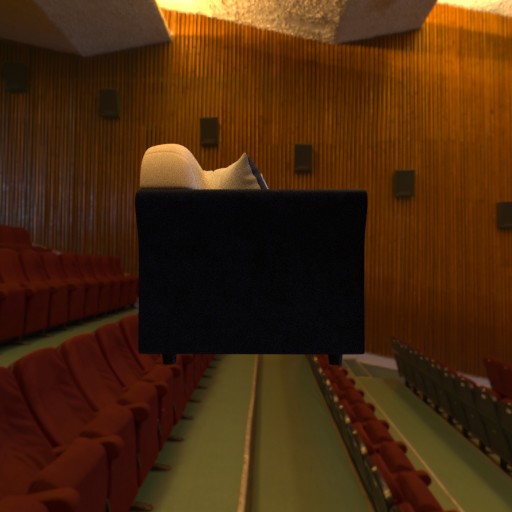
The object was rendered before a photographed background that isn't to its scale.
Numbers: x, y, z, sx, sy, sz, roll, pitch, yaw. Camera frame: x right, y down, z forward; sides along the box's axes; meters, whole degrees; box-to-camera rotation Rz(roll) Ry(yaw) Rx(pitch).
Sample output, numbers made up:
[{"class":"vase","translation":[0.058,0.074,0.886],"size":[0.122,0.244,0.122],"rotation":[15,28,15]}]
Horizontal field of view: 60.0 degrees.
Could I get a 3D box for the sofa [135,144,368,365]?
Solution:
[{"class":"sofa","translation":[0.000,0.000,2.408],"size":[0.749,0.789,2.006],"rotation":[0,-1,1]}]
